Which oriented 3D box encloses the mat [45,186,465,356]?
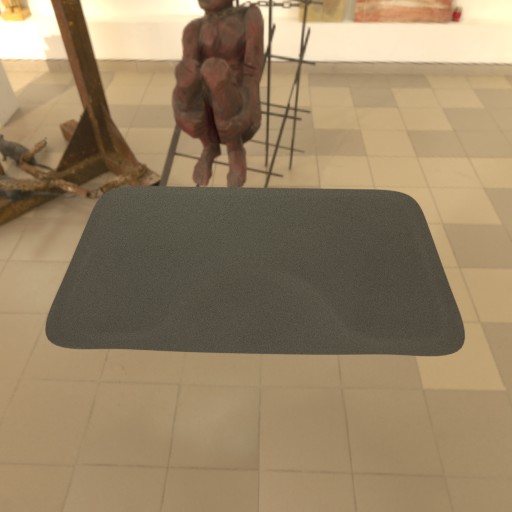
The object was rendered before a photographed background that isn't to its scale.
[{"bbox_3d":[0.000,0.000,1.838,1.524,0.013,0.918,1,47,1],"label":"mat"}]
